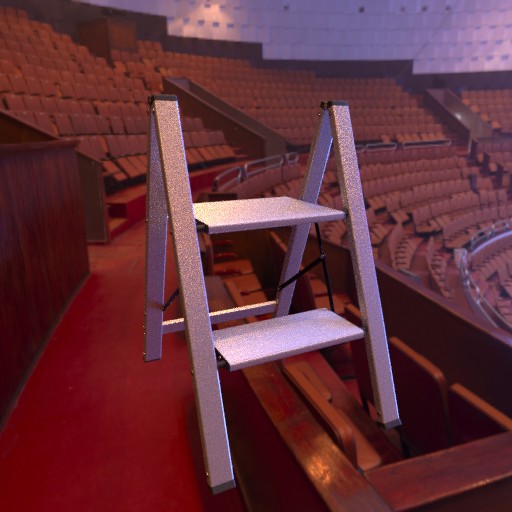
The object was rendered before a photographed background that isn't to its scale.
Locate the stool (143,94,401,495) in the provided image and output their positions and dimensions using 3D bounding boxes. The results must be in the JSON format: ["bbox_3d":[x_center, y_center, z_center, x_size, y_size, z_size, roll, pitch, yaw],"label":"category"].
[{"bbox_3d":[0.000,0.000,0.997,0.440,0.670,0.535,-8,18,-25],"label":"stool"}]
